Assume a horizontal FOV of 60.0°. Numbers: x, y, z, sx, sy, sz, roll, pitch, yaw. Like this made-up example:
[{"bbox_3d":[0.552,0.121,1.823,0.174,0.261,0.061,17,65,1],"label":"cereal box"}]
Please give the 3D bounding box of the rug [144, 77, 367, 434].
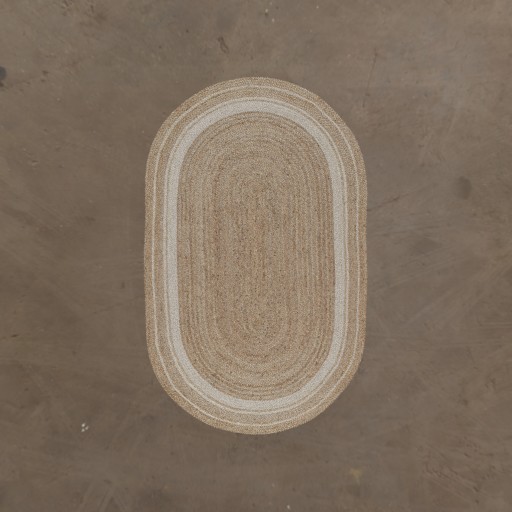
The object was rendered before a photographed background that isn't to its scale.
[{"bbox_3d":[0.000,0.000,3.018,1.520,0.006,2.432,0,90,-1],"label":"rug"}]
